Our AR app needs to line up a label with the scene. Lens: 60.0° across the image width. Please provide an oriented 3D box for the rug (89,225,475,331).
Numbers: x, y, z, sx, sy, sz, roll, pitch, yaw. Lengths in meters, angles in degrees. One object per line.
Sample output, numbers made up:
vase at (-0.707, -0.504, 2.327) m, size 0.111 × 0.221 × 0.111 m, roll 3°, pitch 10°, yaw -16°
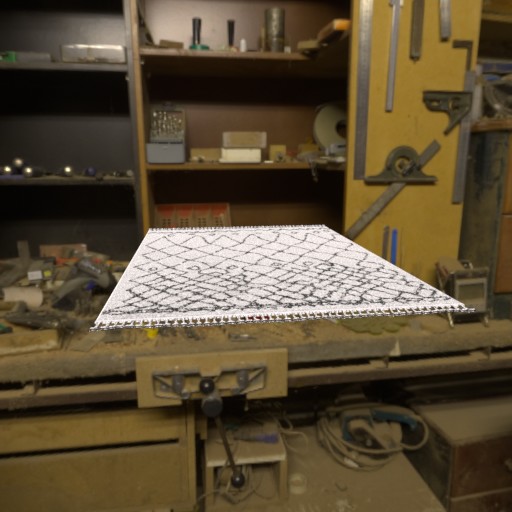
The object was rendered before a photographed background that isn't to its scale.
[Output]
rug at (0.000, 0.000, 2.922) m, size 1.613 × 0.017 × 2.312 m, roll -2°, pitch 13°, yaw -7°
